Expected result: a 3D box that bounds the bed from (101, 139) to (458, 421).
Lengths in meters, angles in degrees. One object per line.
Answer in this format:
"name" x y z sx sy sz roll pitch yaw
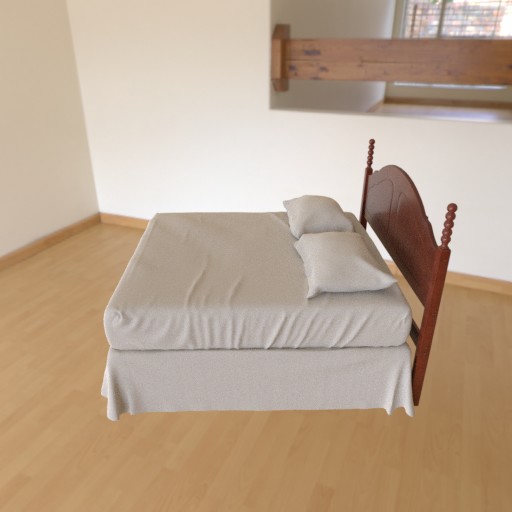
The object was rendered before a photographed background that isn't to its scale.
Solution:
"bed" 0.000 0.000 3.239 2.040 1.356 1.873 -1 26 -1
